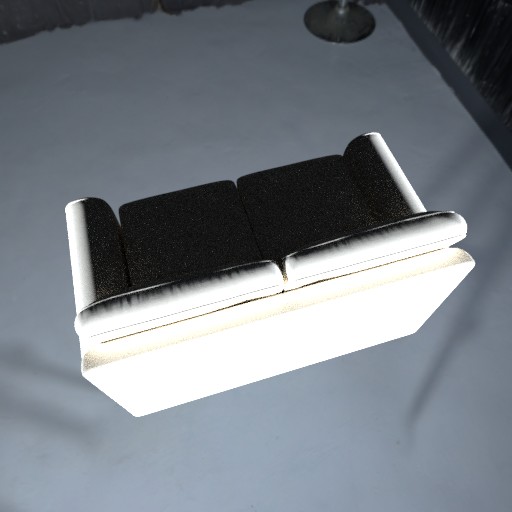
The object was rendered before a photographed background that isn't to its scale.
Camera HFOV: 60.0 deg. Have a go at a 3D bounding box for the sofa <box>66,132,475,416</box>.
[{"bbox_3d":[0.000,0.000,2.252,1.727,0.940,0.991,-15,61,-8],"label":"sofa"}]
